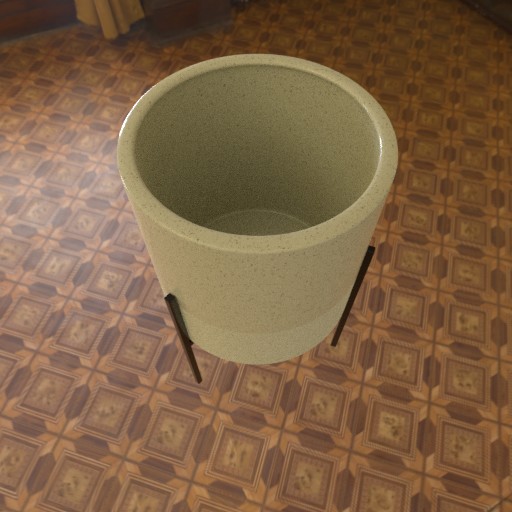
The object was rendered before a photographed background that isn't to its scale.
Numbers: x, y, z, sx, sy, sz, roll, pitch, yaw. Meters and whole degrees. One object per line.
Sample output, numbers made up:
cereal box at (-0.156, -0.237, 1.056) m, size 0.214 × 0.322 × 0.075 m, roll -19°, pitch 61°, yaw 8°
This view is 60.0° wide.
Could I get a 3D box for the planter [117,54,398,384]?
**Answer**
planter at (0.000, 0.000, 0.538) m, size 0.234 × 0.390 × 0.243 m, roll -13°, pitch 58°, yaw -8°
